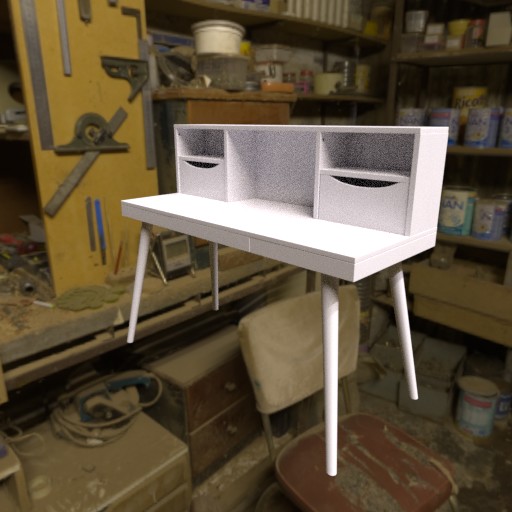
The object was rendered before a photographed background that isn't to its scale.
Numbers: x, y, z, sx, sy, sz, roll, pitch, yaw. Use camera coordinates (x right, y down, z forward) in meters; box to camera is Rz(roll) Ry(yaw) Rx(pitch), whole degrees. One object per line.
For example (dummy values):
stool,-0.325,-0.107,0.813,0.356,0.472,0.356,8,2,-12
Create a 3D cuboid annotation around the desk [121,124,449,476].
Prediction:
desk,0.000,0.000,1.758,1.199,0.990,0.559,16,23,42
